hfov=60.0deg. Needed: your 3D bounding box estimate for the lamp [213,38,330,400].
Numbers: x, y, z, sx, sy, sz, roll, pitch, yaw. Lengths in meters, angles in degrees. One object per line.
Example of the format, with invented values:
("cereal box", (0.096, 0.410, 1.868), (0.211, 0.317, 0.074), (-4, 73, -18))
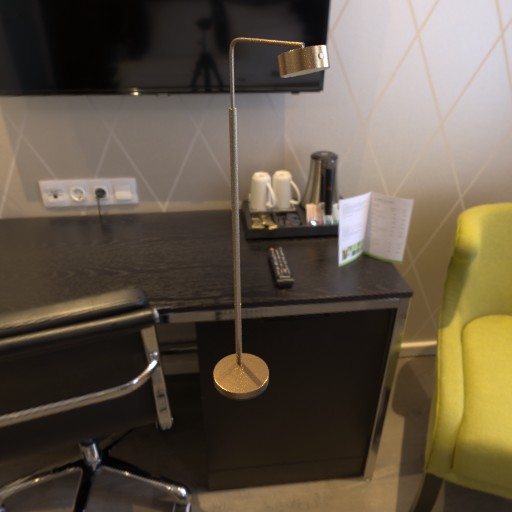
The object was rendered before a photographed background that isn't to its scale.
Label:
("lamp", (0.000, 0.000, 1.399), (0.219, 1.230, 0.418), (-20, 35, -31))
